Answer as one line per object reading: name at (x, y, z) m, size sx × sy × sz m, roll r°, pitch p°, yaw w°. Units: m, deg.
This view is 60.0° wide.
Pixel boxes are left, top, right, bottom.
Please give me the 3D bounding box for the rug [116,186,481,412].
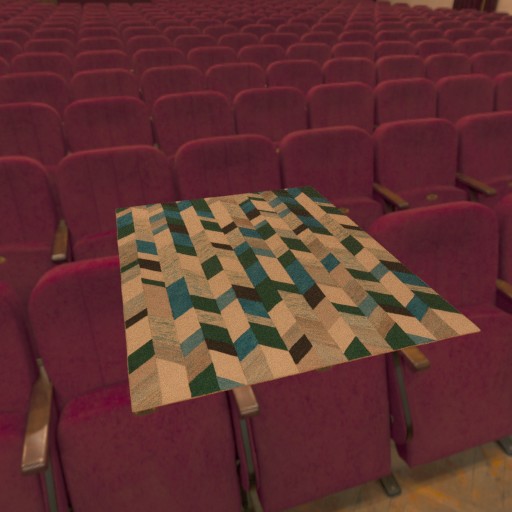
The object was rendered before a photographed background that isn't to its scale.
rug at (0.000, 0.000, 4.112) m, size 2.440 × 0.008 × 3.036 m, roll -9°, pitch 31°, yaw -15°
